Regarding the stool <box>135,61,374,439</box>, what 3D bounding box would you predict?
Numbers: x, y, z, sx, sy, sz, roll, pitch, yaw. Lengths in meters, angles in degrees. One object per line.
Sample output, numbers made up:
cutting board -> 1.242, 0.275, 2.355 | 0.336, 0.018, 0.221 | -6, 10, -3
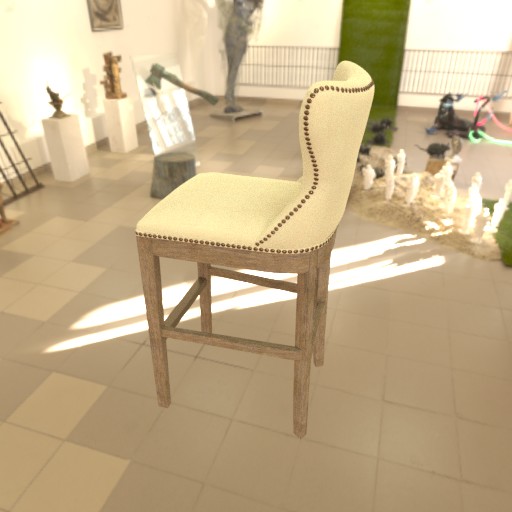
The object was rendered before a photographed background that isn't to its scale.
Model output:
stool -> 0.000, 0.000, 1.420 | 0.606, 1.123, 0.494 | 9, 31, 15
